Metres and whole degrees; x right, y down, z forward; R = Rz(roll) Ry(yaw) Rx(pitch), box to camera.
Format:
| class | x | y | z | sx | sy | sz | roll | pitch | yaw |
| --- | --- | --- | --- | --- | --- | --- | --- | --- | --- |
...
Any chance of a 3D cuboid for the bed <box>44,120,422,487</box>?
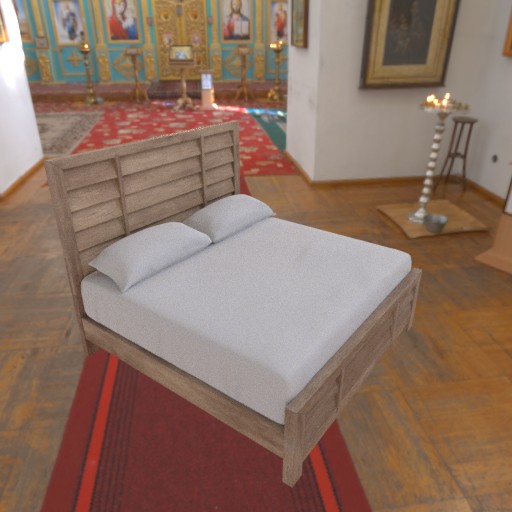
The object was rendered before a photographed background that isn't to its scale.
| class | x | y | z | sx | sy | sz | roll | pitch | yaw |
| --- | --- | --- | --- | --- | --- | --- | --- | --- | --- |
| bed | 0.000 | 0.000 | 3.516 | 2.062 | 1.626 | 2.032 | 18 | 31 | 32 |
